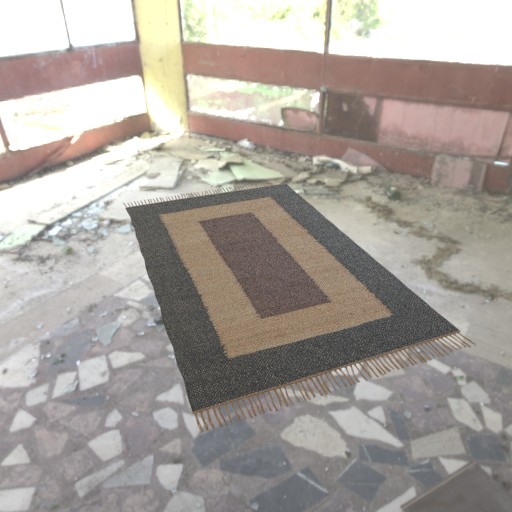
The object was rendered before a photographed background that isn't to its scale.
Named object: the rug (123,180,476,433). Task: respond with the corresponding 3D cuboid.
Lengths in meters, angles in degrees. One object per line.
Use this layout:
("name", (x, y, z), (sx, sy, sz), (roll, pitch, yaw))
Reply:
("rug", (0.000, 0.000, 1.881), (0.920, 0.013, 1.541), (-11, 33, -18))
